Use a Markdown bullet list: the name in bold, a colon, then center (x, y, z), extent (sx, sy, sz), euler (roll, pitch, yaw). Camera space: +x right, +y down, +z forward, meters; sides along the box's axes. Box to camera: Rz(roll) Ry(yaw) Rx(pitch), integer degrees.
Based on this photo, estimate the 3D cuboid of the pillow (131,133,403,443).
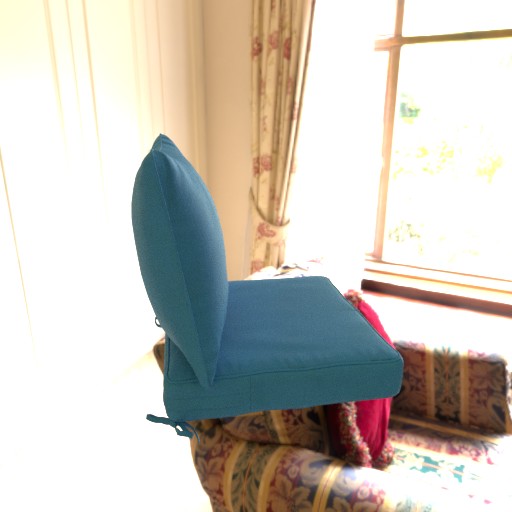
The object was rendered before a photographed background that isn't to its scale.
- **pillow**: center (0.000, 0.000, 1.404), extent (0.733, 0.725, 0.798), euler (-3, 18, -10)
